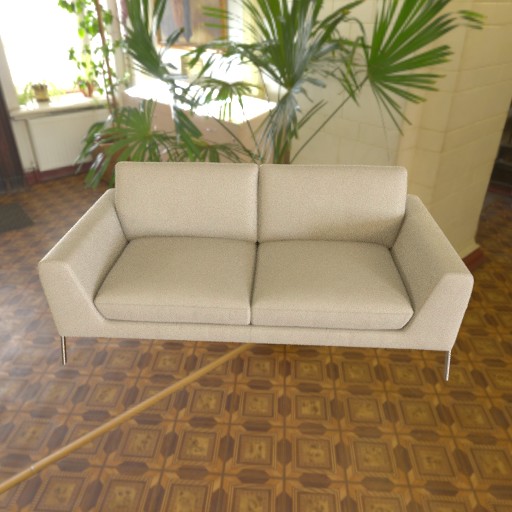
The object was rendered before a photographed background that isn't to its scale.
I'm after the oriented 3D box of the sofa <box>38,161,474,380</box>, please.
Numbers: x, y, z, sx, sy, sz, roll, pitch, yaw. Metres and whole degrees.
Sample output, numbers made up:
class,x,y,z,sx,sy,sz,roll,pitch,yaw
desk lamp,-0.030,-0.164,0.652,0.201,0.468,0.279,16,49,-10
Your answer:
class,x,y,z,sx,sy,sz,roll,pitch,yaw
sofa,0.000,0.000,2.491,2.017,0.875,0.953,2,30,3
